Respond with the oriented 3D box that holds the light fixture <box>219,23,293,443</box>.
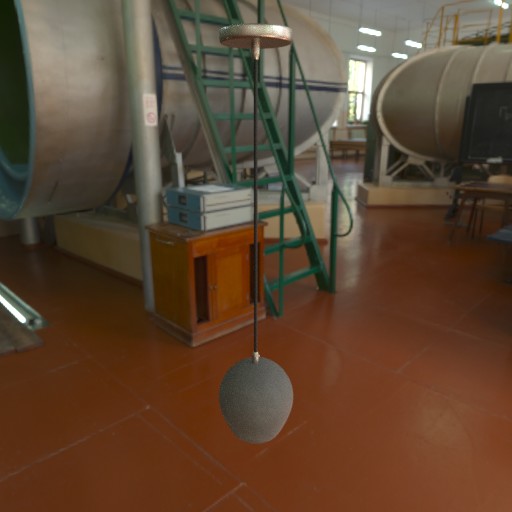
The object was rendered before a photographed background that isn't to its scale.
[{"bbox_3d":[0.000,0.000,0.827,0.153,0.760,0.153,-3,17,-10],"label":"light fixture"}]
